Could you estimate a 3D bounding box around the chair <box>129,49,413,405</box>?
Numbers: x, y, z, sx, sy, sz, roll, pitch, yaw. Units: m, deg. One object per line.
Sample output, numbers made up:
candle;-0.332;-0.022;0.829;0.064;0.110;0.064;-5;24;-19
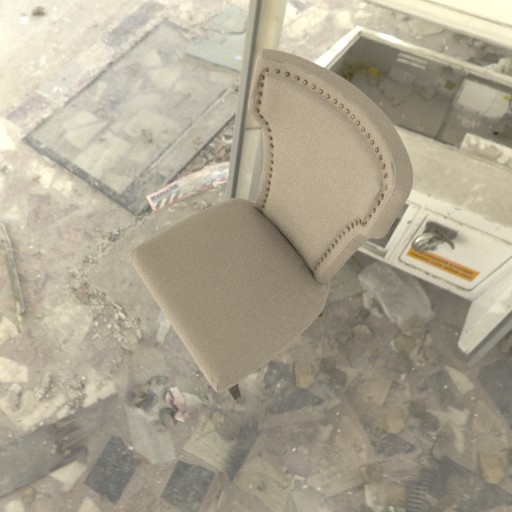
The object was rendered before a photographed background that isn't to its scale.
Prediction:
chair;0.000;0.000;1.335;0.630;0.950;0.526;-32;68;-15
